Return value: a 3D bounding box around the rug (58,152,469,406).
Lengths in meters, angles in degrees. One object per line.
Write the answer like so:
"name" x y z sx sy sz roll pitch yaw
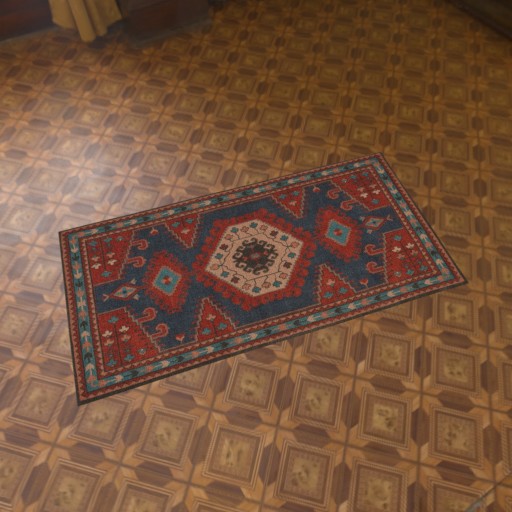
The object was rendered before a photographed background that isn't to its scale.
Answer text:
"rug" 0.000 0.000 3.620 3.032 0.034 1.522 -16 59 -10
